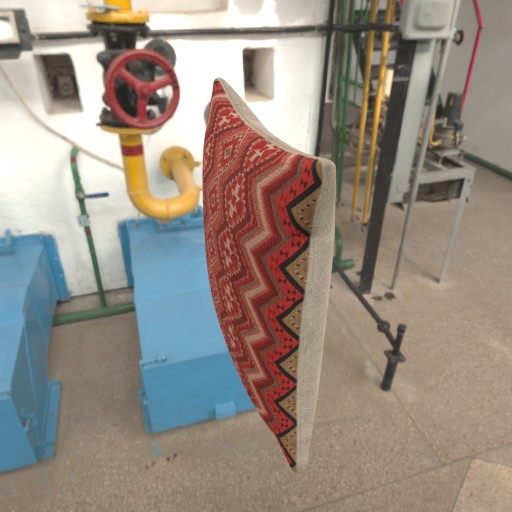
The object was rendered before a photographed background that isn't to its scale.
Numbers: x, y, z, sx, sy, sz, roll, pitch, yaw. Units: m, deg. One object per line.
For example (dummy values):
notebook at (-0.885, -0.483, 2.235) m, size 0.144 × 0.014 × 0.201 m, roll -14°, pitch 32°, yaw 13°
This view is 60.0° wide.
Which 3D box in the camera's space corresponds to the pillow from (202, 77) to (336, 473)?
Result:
pillow at (0.000, 0.000, 0.768) m, size 0.158 × 0.511 × 0.513 m, roll -9°, pitch 32°, yaw -14°
